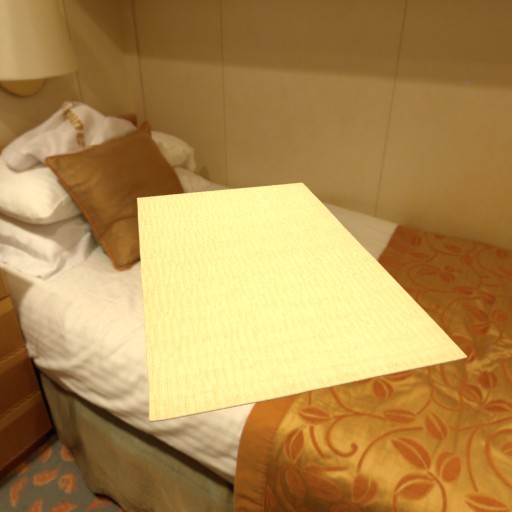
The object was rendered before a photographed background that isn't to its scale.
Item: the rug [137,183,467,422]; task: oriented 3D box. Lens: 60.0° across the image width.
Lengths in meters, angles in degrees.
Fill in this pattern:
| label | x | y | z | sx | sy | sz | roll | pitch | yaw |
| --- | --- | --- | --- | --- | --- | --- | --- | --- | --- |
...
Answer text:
| label | x | y | z | sx | sy | sz | roll | pitch | yaw |
| --- | --- | --- | --- | --- | --- | --- | --- | --- | --- |
| rug | 0.000 | 0.000 | 3.010 | 1.531 | 0.014 | 2.441 | -7 | 31 | -12 |
